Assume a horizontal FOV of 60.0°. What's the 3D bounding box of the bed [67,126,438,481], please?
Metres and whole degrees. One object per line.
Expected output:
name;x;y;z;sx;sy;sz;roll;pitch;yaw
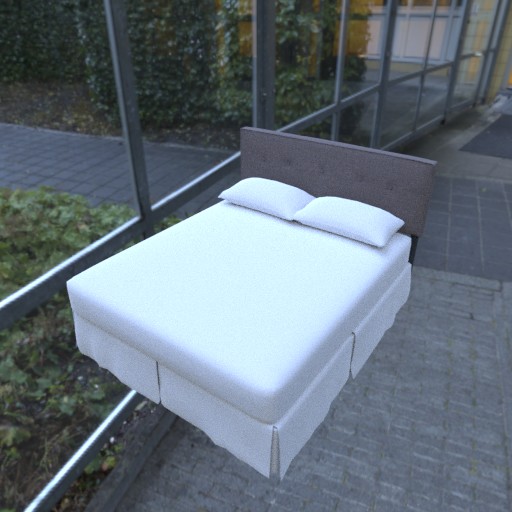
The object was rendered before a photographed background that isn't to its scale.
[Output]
bed;0.000;0.000;2.882;1.610;1.089;1.894;20;36;30
